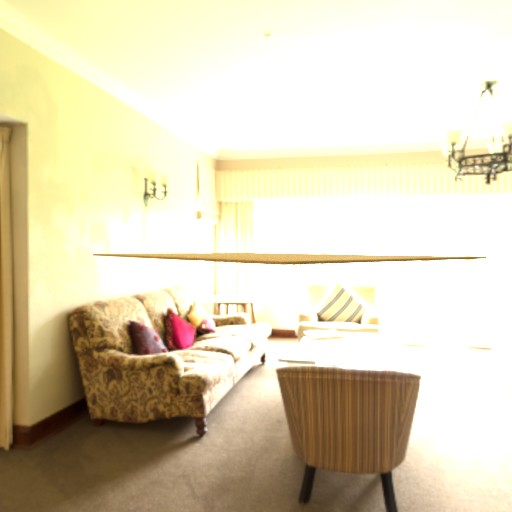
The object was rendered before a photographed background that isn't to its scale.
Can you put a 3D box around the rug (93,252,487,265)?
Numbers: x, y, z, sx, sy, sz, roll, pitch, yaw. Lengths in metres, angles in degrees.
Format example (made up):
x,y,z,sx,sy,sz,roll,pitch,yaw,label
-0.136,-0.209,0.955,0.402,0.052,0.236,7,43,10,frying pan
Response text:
x,y,z,sx,sy,sz,roll,pitch,yaw,label
0.000,0.000,3.090,1.524,0.014,2.438,-1,1,-36,rug
